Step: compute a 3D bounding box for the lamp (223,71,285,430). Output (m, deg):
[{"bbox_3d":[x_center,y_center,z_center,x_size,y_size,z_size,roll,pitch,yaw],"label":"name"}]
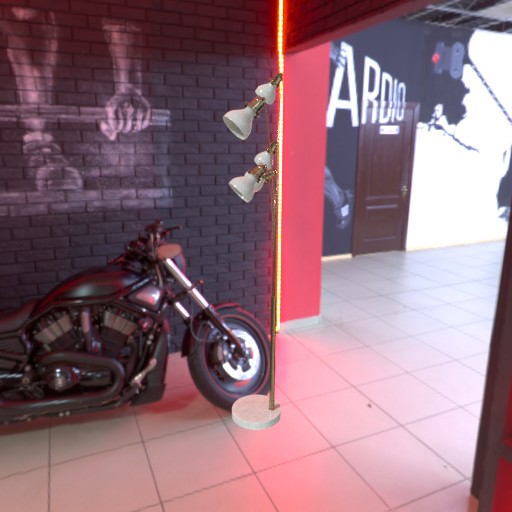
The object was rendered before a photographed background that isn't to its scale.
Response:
[{"bbox_3d":[0.000,0.000,2.936,0.361,2.423,1.405,2,14,8],"label":"lamp"}]
